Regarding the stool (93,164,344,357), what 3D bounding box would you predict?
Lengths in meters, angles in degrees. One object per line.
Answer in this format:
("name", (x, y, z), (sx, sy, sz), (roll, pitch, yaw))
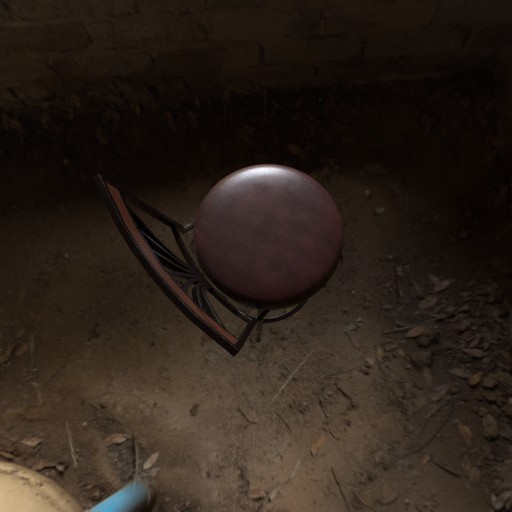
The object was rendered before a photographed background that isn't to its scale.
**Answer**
("stool", (0.000, 0.000, 1.388), (0.514, 1.117, 0.433), (-39, 80, -8))
